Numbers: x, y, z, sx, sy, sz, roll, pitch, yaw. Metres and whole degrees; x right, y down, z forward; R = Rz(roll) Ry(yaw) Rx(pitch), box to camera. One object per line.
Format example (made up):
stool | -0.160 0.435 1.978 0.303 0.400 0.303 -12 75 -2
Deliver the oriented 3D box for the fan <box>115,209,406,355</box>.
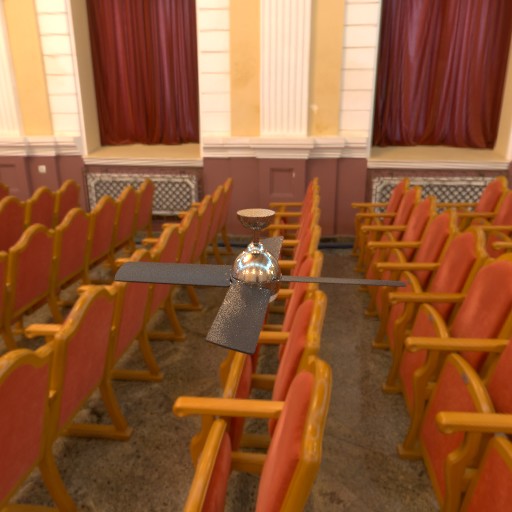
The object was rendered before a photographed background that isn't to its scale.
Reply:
fan | 0.000 0.000 2.020 1.332 0.403 1.332 2 18 7
